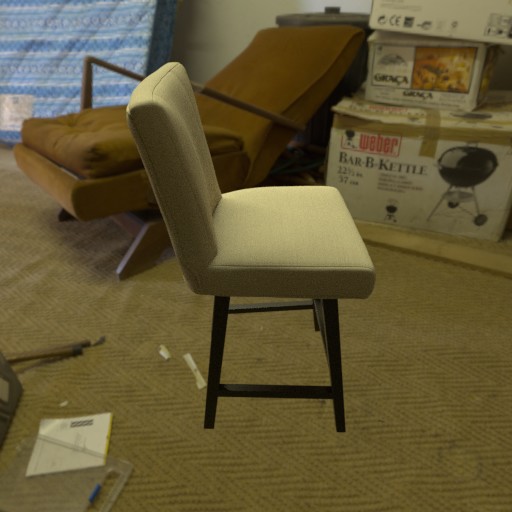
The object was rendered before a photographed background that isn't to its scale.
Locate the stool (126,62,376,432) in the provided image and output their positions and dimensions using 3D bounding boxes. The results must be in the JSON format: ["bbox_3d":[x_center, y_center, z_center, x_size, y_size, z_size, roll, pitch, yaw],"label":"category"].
[{"bbox_3d":[0.000,0.000,1.314,0.574,1.000,0.514,-1,32,-2],"label":"stool"}]
